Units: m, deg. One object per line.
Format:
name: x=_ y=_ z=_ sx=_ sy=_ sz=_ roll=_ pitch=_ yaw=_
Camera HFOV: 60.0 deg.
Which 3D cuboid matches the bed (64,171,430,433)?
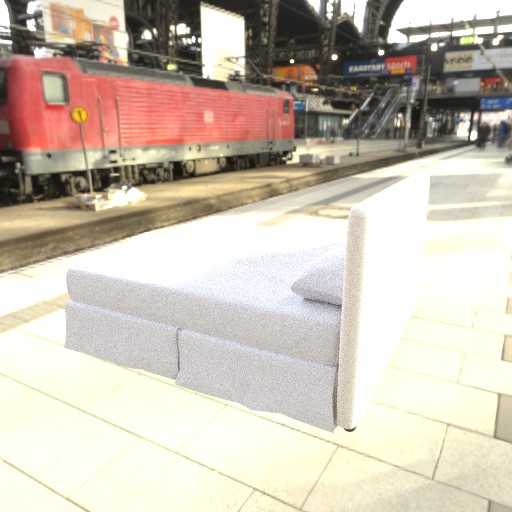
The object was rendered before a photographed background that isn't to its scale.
bed: x=0.000 y=0.000 z=3.642 sx=2.341 sy=1.317 sz=2.119 roll=9 pitch=18 yaw=27
